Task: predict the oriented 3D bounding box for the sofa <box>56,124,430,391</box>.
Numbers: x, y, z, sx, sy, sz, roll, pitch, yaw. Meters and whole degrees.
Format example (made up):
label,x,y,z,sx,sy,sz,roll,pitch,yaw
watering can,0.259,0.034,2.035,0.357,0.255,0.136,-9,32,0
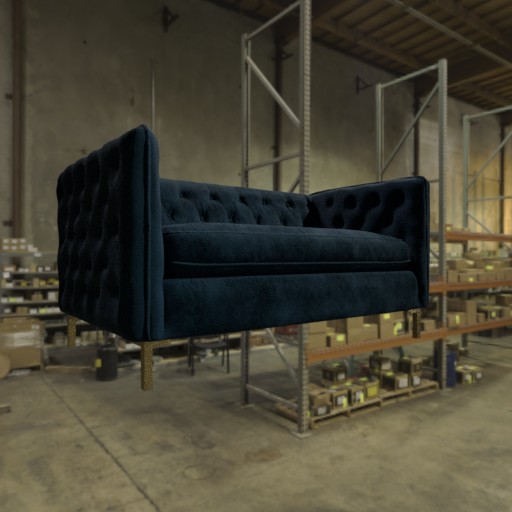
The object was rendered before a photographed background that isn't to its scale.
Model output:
label,x,y,z,sx,sy,sz,roll,pitch,yaw
sofa,0.000,0.000,2.090,1.583,0.810,0.909,0,0,-37
